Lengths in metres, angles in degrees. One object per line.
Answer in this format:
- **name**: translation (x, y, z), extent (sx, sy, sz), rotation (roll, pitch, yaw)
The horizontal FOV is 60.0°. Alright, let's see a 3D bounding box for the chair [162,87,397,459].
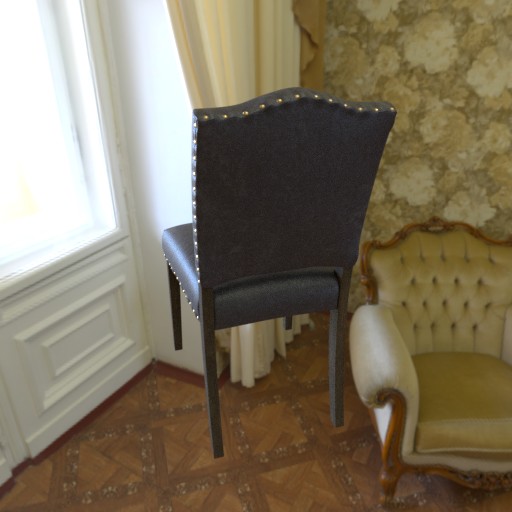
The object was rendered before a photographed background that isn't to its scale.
- **chair**: translation (0.000, 0.000, 1.331), extent (0.500, 0.991, 0.633), rotation (-8, 26, -16)
